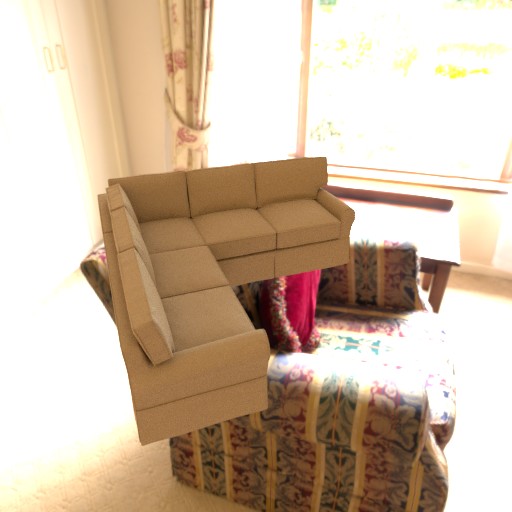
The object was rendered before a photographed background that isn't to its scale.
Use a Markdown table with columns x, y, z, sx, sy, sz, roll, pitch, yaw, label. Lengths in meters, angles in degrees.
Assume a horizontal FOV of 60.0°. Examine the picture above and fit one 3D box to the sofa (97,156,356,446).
| x | y | z | sx | sy | sz | roll | pitch | yaw | label |
| --- | --- | --- | --- | --- | --- | --- | --- | --- | --- |
| 0.000 | 0.000 | 4.334 | 2.733 | 1.124 | 2.730 | -10 | 32 | -17 | sofa |
